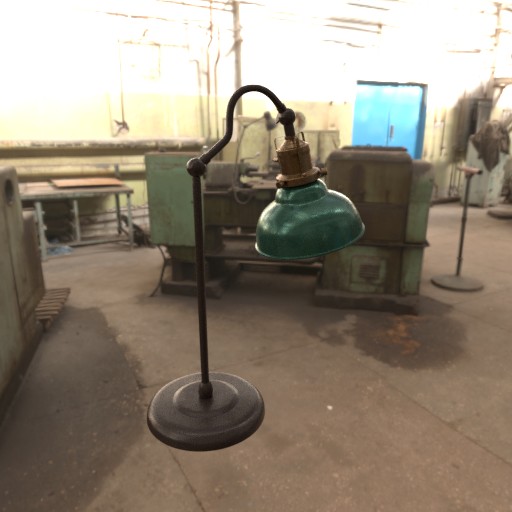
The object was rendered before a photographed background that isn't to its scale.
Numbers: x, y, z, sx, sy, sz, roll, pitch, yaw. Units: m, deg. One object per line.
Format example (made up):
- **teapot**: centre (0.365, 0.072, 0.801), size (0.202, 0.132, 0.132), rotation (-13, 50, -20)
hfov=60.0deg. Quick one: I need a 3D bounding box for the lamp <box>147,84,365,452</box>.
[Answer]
- **lamp**: centre (0.000, 0.000, 0.700), size (0.374, 0.508, 0.192), rotation (-8, 18, -26)
